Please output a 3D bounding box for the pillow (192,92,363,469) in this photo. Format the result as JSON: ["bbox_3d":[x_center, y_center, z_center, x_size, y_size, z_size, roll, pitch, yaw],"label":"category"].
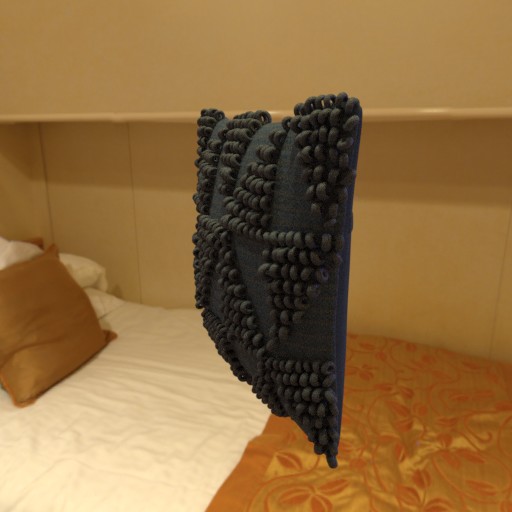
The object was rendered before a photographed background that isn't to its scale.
[{"bbox_3d":[0.000,0.000,0.709,0.172,0.466,0.469,-8,18,-25],"label":"pillow"}]
